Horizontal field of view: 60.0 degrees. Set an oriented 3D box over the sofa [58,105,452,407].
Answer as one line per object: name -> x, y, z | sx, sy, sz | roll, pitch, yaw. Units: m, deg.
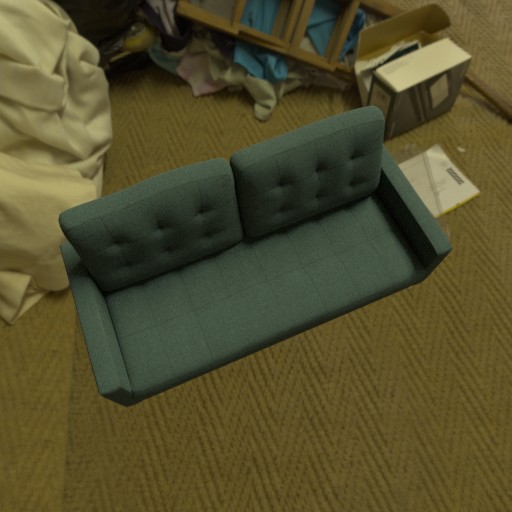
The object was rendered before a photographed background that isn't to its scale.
sofa -> 0.000, 0.000, 2.575 | 2.010, 1.050, 0.966 | -21, 67, -10
